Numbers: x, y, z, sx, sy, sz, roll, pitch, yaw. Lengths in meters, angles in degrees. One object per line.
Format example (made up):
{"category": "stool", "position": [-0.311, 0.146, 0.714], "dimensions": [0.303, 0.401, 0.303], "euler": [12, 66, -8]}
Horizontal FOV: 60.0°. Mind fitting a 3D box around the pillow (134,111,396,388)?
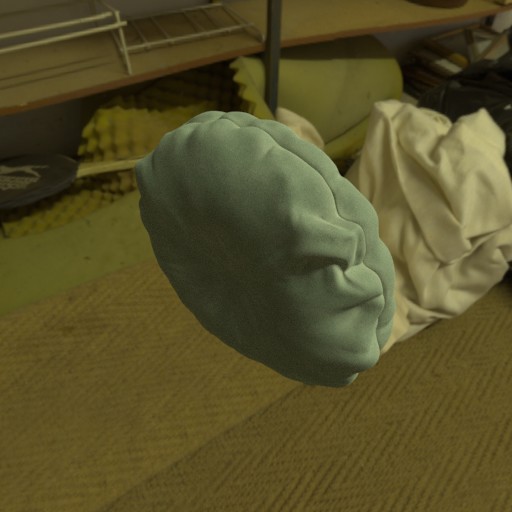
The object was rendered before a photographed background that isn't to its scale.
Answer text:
{"category": "pillow", "position": [0.000, 0.000, 0.635], "dimensions": [0.428, 0.407, 0.148], "euler": [31, 53, 27]}
